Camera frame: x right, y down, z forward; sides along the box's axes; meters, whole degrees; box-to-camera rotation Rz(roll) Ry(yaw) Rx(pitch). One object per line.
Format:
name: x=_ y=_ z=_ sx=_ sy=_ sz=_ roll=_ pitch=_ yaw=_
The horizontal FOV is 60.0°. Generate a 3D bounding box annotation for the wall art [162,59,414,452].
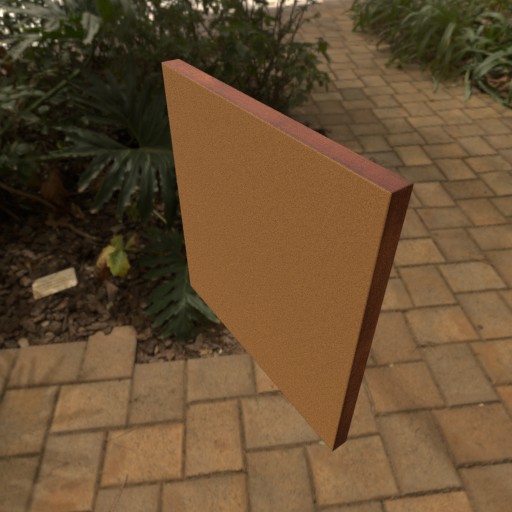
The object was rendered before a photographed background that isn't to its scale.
wall art: x=0.000 y=0.000 z=0.838 sx=0.037 sy=0.572 sz=0.554 roll=-24 pitch=46 yaw=-26
